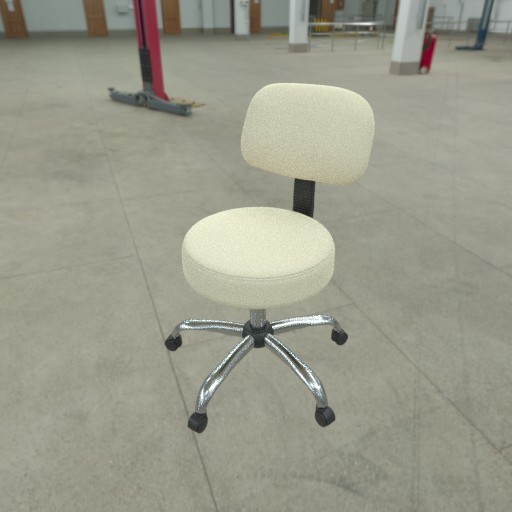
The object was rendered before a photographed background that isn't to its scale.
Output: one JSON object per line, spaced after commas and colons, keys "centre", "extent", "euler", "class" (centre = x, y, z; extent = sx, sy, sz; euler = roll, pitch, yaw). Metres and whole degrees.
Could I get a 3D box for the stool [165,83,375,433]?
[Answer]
{"centre": [0.000, 0.000, 1.210], "extent": [0.609, 0.810, 0.616], "euler": [18, 34, 29], "class": "stool"}
